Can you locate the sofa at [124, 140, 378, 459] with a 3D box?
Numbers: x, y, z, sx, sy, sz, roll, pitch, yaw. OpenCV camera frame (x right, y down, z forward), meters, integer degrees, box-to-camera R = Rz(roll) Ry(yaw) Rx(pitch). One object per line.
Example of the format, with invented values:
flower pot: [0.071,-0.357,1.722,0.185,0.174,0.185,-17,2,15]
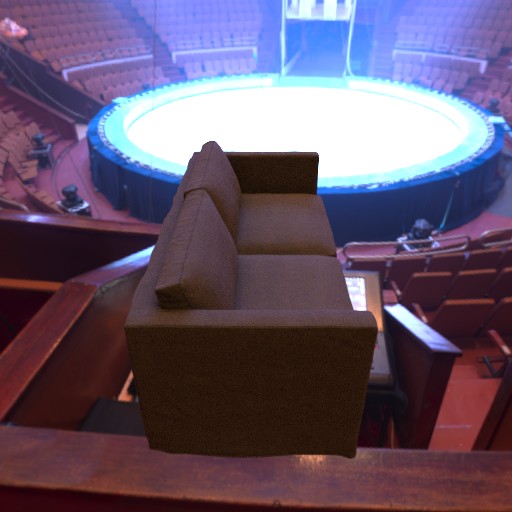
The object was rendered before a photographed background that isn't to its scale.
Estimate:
sofa: [0.000,0.000,2.547,0.953,0.855,1.982,0,32,0]
